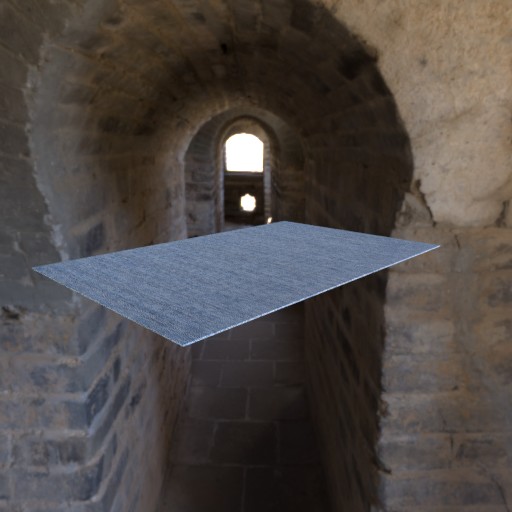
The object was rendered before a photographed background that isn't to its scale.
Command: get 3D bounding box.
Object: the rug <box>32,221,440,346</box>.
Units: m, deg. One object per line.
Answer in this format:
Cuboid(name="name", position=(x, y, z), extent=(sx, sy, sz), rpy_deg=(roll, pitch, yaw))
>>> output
Cuboid(name="rug", position=(0.000, 0.000, 2.237), extent=(1.142, 0.006, 1.752), rpy_deg=(14, 20, 43))
